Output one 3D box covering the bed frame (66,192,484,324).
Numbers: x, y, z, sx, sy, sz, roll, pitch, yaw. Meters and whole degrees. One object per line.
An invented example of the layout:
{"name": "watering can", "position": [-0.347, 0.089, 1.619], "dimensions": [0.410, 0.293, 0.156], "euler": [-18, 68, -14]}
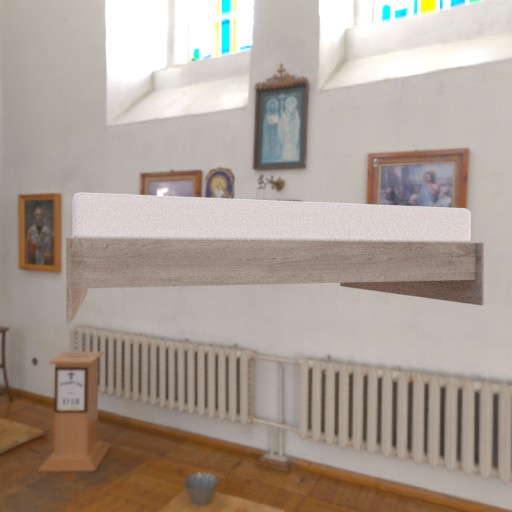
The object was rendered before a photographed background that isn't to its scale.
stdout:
{"name": "bed frame", "position": [0.000, 0.000, 2.621], "dimensions": [1.945, 0.497, 1.445], "euler": [0, 0, -18]}
